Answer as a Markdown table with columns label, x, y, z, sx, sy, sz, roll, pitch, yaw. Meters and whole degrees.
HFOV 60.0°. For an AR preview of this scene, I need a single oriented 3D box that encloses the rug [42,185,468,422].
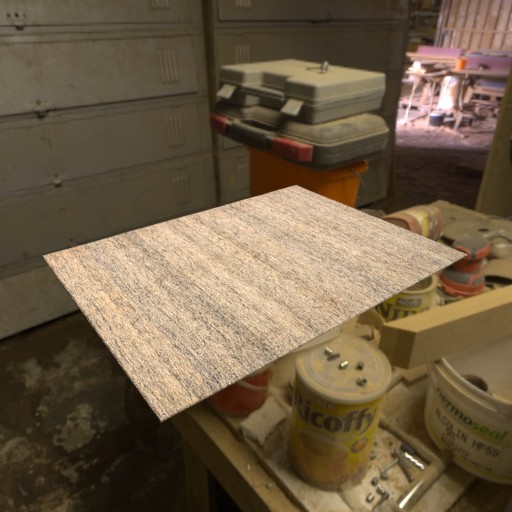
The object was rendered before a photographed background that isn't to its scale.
| label | x | y | z | sx | sy | sz | roll | pitch | yaw |
| --- | --- | --- | --- | --- | --- | --- | --- | --- | --- |
| rug | 0.000 | 0.000 | 4.170 | 3.199 | 0.036 | 2.414 | -20 | 35 | -32 |
